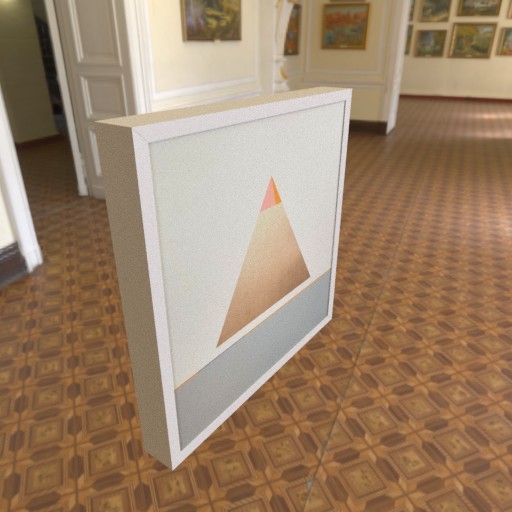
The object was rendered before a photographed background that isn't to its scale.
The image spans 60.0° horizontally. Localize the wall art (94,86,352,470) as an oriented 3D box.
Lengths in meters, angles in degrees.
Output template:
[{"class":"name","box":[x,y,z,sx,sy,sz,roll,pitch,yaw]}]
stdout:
[{"class":"wall art","box":[0.000,0.000,0.457,0.038,0.304,0.305,18,31,32]}]
